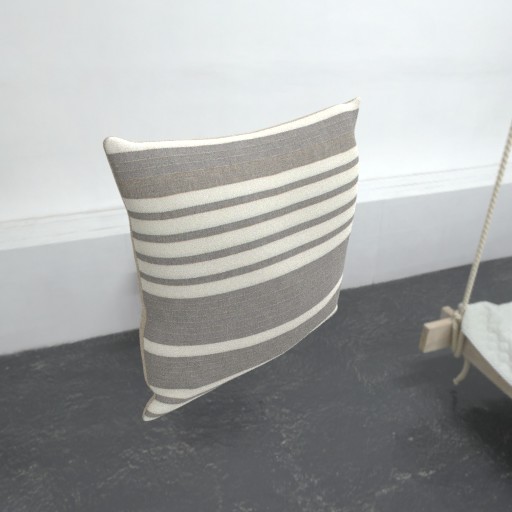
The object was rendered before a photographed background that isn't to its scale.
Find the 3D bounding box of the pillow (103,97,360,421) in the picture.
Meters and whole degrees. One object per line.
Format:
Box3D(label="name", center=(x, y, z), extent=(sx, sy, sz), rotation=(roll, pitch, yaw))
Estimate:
Box3D(label="pillow", center=(0.000, 0.000, 0.694), extent=(0.439, 0.440, 0.182), rotation=(-22, 37, -34))
